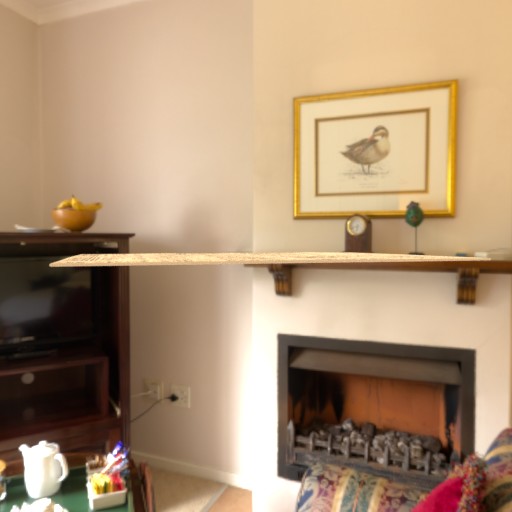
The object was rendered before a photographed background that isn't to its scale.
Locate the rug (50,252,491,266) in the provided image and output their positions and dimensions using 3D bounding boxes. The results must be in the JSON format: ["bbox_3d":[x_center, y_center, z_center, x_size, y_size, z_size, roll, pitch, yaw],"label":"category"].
[{"bbox_3d":[0.000,0.000,3.108,2.438,0.026,1.706,-1,2,-17],"label":"rug"}]
